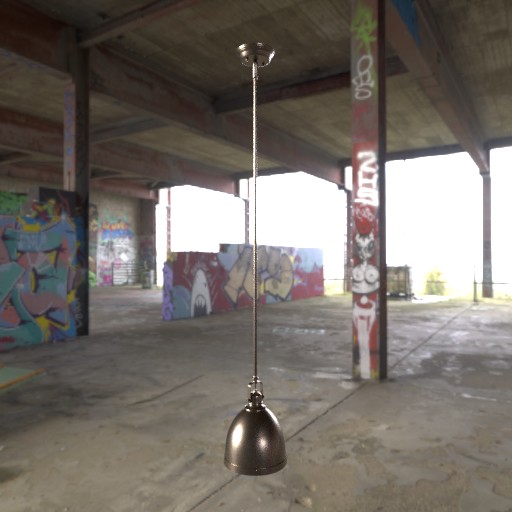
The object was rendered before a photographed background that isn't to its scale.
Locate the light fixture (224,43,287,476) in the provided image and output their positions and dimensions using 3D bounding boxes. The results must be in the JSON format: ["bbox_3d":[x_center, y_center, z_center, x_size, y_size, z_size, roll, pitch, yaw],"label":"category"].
[{"bbox_3d":[0.000,0.000,1.486,0.217,1.367,0.211,0,0,-37],"label":"light fixture"}]
